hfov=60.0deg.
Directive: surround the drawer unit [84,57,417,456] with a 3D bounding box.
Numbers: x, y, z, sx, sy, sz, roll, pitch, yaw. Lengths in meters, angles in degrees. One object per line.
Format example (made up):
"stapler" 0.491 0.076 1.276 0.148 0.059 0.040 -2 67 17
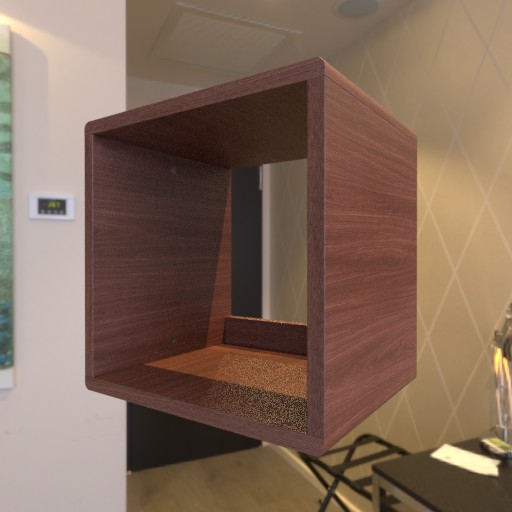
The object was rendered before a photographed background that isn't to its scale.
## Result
"drawer unit" 0.000 0.000 0.604 0.349 0.351 0.290 0 0 35
